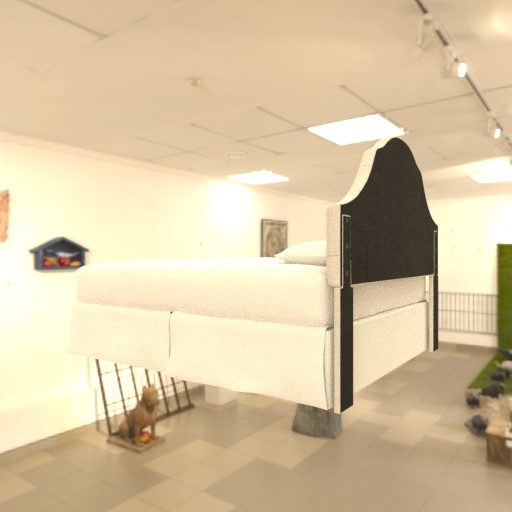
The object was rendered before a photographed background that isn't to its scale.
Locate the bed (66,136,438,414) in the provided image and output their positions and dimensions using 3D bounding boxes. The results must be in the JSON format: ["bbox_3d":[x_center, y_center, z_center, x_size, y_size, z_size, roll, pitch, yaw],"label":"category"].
[{"bbox_3d":[0.000,0.000,3.767,2.477,1.617,2.039,0,0,36],"label":"bed"}]
